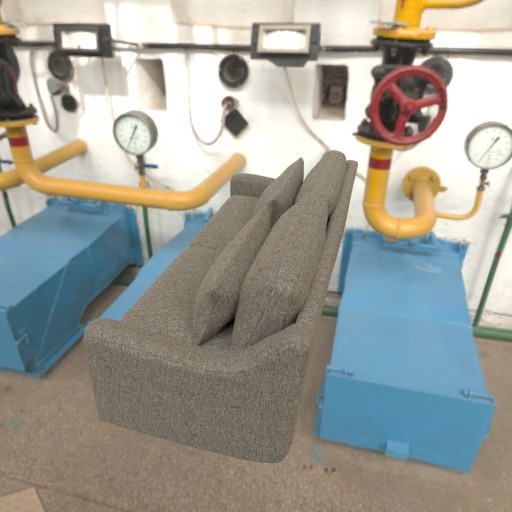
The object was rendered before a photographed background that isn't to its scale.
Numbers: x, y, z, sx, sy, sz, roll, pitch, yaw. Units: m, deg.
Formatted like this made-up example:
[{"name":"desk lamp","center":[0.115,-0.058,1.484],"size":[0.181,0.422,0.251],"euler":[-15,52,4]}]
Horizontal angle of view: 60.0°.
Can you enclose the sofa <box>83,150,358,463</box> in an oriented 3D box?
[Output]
[{"name":"sofa","center":[0.000,0.000,2.987],"size":[1.103,0.998,2.418],"euler":[8,31,14]}]
